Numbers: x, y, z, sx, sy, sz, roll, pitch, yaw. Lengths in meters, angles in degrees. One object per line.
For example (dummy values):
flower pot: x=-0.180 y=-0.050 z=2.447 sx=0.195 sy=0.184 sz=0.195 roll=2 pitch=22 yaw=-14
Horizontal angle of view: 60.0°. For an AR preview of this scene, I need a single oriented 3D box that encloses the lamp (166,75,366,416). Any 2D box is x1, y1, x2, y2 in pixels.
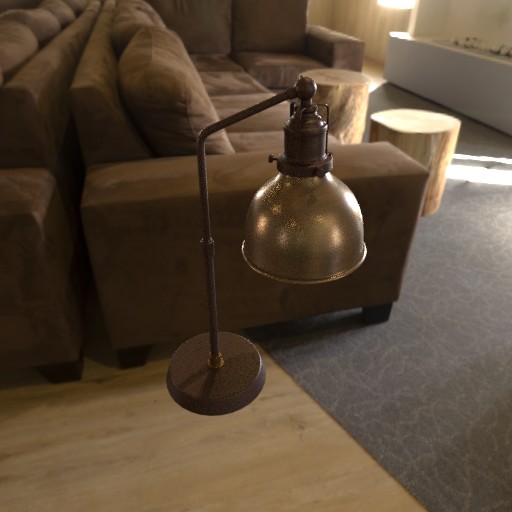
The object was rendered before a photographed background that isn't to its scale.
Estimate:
lamp: x=0.000 y=0.000 z=0.615 sx=0.298 sy=0.469 sz=0.175 roll=1 pitch=33 yaw=1
